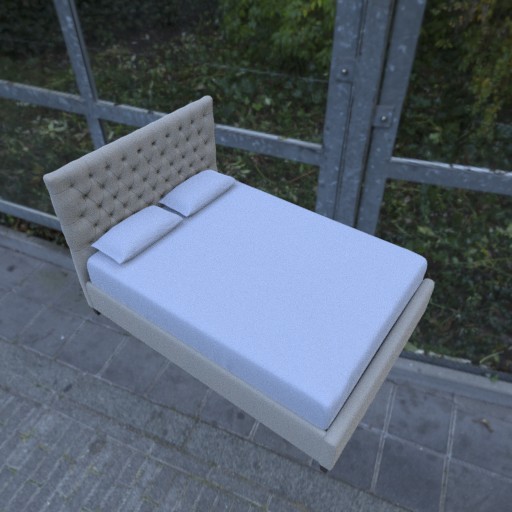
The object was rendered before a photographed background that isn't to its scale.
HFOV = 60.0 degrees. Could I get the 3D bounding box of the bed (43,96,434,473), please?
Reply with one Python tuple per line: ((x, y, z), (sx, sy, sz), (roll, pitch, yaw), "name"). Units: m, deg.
((0.000, 0.000, 3.421), (2.387, 1.427, 1.698), (26, 48, 26), "bed")
